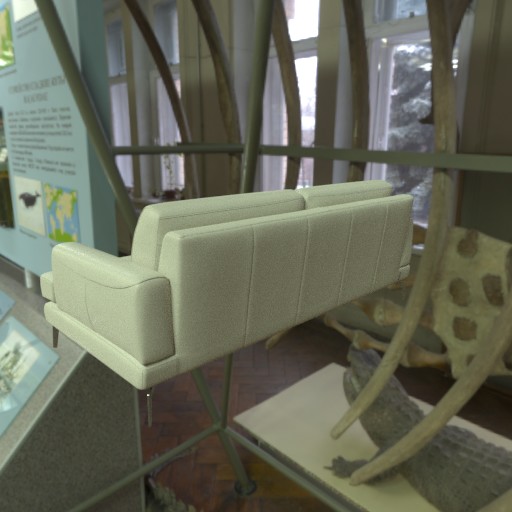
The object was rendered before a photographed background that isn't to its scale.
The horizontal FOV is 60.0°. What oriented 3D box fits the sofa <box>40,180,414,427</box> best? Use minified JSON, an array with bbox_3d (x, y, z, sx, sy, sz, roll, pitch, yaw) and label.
[{"bbox_3d":[0.000,0.000,2.401,1.940,0.765,0.974,-14,20,-43],"label":"sofa"}]
